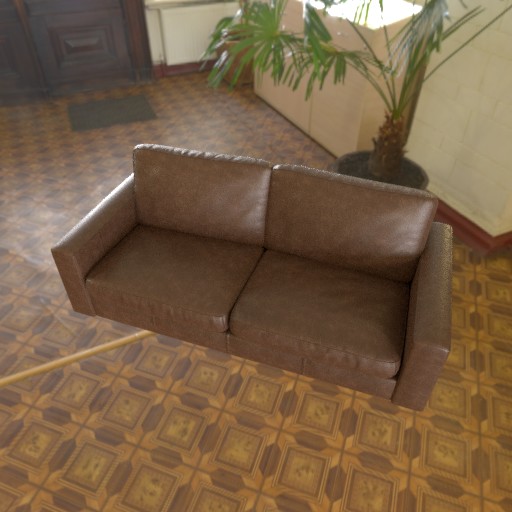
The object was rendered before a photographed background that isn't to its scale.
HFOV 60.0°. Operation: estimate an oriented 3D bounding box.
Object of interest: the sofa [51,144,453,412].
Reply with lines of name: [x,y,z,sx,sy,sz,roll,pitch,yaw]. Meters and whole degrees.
sofa: [0.000,0.000,2.664,2.179,0.873,1.016,13,42,14]
